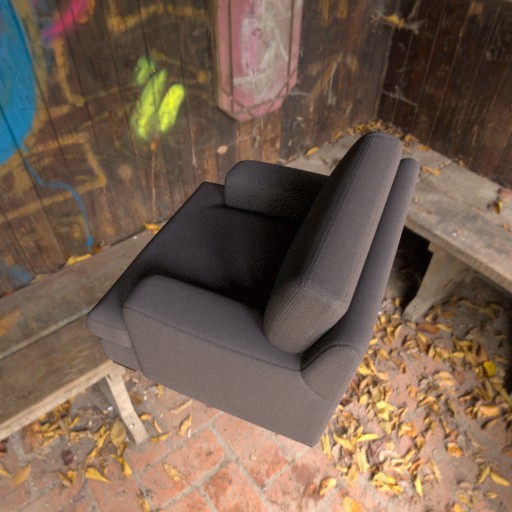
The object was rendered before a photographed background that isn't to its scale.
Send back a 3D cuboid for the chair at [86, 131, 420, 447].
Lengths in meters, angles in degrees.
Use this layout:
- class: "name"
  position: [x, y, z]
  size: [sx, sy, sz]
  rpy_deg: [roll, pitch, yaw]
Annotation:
- class: "chair"
  position: [0.000, 0.000, 1.998]
  size: [1.143, 0.940, 1.168]
  rpy_deg: [17, 47, 16]
